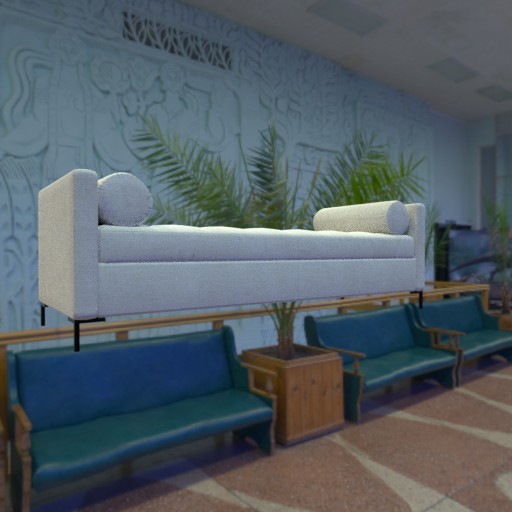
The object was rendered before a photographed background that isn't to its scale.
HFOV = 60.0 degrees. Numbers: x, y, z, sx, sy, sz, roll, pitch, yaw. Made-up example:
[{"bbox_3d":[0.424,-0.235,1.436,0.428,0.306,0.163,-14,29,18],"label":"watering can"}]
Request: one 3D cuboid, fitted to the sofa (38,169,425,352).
[{"bbox_3d":[0.000,0.000,2.335,1.981,0.635,0.686,0,1,-35],"label":"sofa"}]
